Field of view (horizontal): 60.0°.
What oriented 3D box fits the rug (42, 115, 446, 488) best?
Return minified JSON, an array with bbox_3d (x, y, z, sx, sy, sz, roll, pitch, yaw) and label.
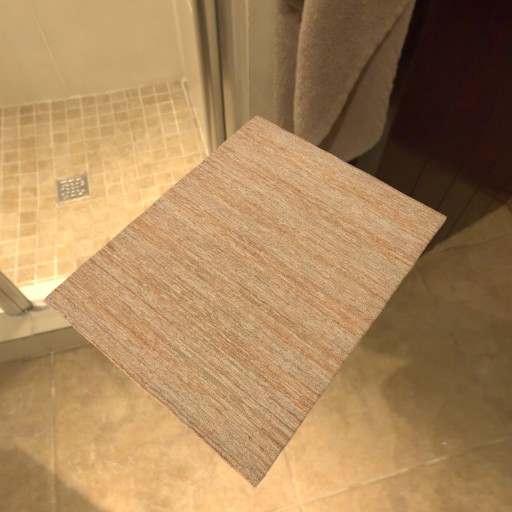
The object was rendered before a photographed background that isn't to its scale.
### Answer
[{"bbox_3d":[0.000,0.000,3.967,2.313,0.009,2.939,34,64,19],"label":"rug"}]
